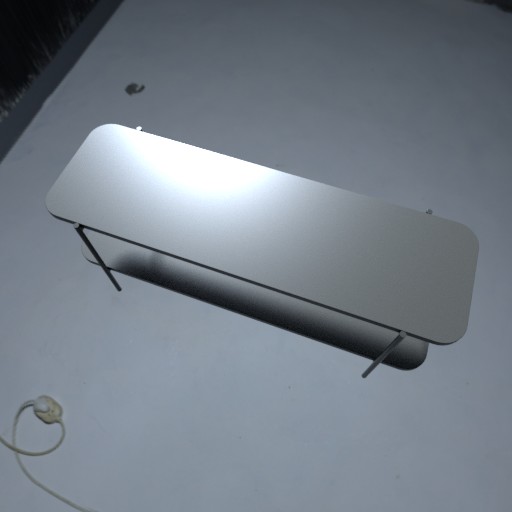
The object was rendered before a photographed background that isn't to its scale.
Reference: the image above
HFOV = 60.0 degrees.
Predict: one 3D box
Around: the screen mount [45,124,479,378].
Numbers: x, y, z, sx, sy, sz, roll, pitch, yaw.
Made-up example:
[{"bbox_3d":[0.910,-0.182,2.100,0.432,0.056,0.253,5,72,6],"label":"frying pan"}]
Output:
[{"bbox_3d":[0.000,0.000,1.442,1.200,0.447,0.400,18,64,9],"label":"screen mount"}]
